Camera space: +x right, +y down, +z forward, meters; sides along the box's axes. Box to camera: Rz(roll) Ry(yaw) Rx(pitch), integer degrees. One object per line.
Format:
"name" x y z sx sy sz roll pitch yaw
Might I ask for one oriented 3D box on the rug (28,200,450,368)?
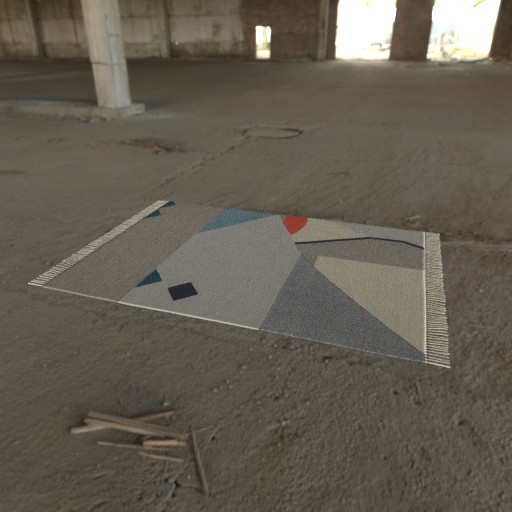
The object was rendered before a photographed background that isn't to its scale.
"rug" 0.000 0.000 2.302 1.828 0.005 1.220 9 28 16
